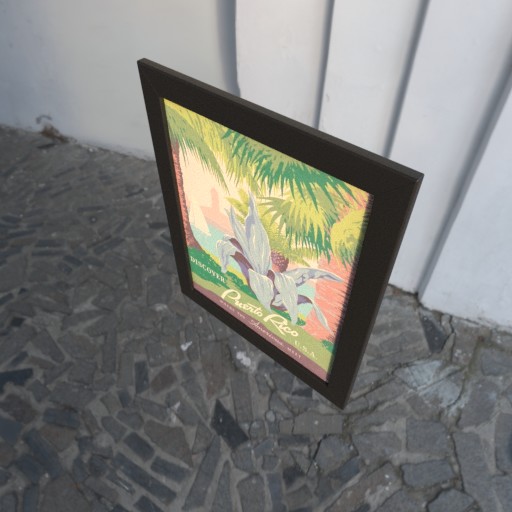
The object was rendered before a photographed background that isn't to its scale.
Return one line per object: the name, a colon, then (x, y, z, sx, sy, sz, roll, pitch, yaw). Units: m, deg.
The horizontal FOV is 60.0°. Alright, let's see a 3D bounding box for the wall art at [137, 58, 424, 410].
wall art: (0.000, 0.000, 0.808, 0.481, 0.582, 0.018, 32, 54, 26)
